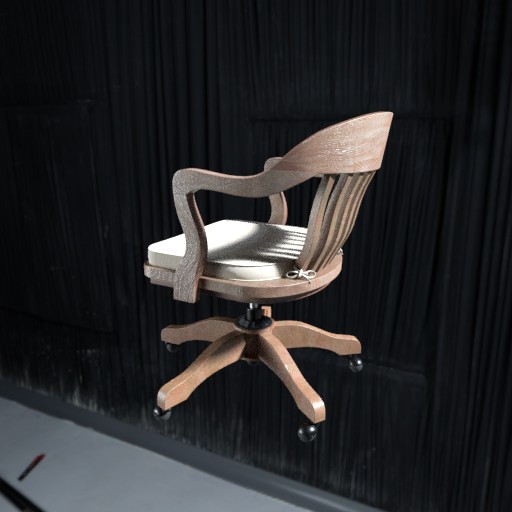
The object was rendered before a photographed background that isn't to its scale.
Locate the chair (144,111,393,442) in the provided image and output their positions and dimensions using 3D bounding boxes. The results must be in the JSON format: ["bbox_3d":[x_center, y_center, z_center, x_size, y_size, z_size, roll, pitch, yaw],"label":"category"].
[{"bbox_3d":[0.000,0.000,1.441,0.788,0.878,0.750,7,17,25],"label":"chair"}]
